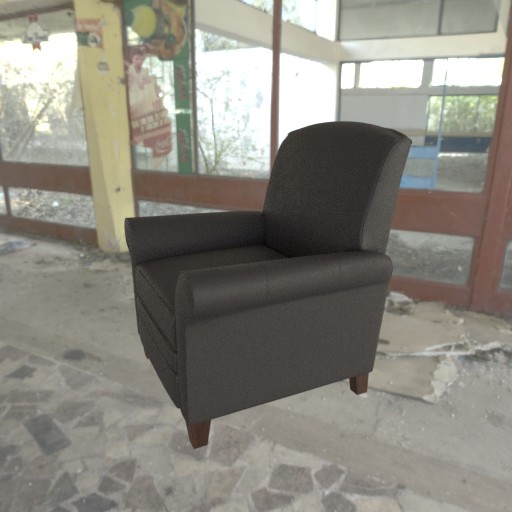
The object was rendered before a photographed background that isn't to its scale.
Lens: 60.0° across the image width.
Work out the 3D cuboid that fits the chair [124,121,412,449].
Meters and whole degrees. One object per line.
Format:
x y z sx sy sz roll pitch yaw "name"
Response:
0.000 0.000 1.822 0.902 1.061 0.978 -8 19 -25 "chair"
